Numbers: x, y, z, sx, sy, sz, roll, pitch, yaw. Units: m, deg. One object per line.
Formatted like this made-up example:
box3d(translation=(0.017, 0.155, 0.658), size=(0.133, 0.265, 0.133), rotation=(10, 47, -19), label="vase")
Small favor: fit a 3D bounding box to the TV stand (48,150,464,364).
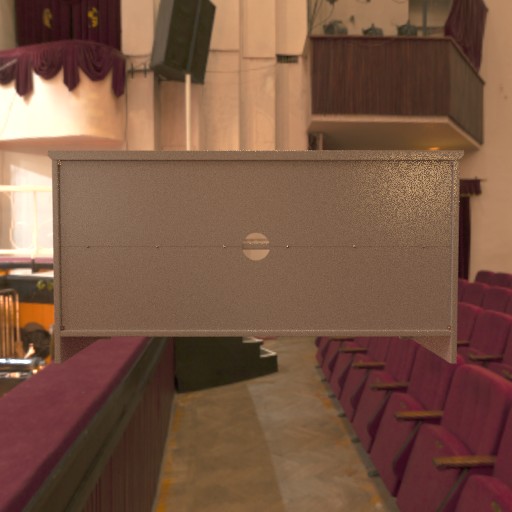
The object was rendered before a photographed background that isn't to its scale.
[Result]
box3d(translation=(0.000, 0.000, 1.422), size=(1.167, 0.603, 0.344), rotation=(0, 2, 0), label="TV stand")
